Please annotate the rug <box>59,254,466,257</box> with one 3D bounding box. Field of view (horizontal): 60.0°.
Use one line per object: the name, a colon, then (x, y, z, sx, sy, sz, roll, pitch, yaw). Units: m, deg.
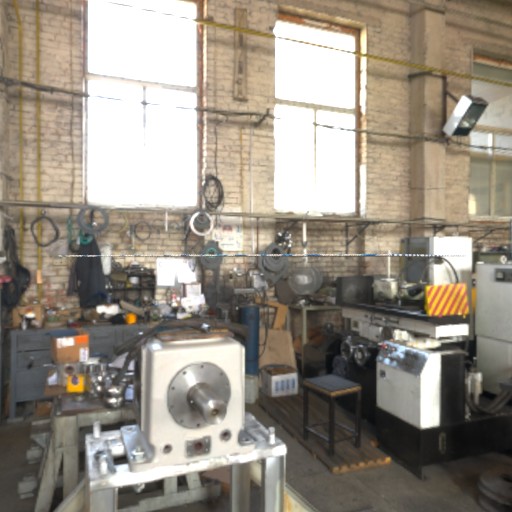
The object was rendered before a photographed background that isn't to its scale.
rug: (0.000, 0.000, 3.122, 2.439, 0.008, 1.531, 0, 0, 36)
